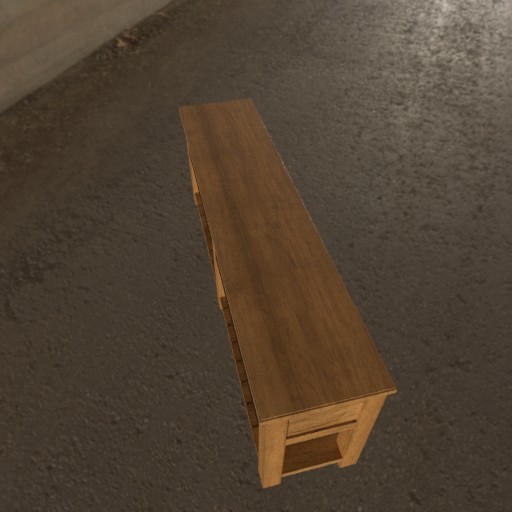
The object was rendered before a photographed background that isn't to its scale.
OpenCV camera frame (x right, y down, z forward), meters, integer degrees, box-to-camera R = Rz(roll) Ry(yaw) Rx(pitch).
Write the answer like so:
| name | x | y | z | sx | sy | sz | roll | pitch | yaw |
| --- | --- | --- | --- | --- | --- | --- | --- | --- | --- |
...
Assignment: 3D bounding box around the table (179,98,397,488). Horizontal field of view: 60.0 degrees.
| name | x | y | z | sx | sy | sz | roll | pitch | yaw |
| --- | --- | --- | --- | --- | --- | --- | --- | --- | --- |
| table | 0.000 | 0.000 | 2.080 | 0.425 | 0.635 | 1.815 | -10 | 47 | -10 |
